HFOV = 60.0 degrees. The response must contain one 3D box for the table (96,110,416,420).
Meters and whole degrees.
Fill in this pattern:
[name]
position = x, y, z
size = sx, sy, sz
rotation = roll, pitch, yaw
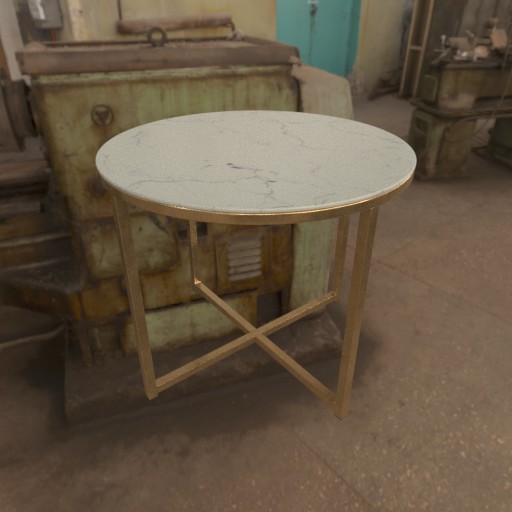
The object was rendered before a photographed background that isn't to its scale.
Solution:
[table]
position = 0.000, 0.000, 0.829
size = 0.500, 0.420, 0.500
rotation = 0, 31, 0
